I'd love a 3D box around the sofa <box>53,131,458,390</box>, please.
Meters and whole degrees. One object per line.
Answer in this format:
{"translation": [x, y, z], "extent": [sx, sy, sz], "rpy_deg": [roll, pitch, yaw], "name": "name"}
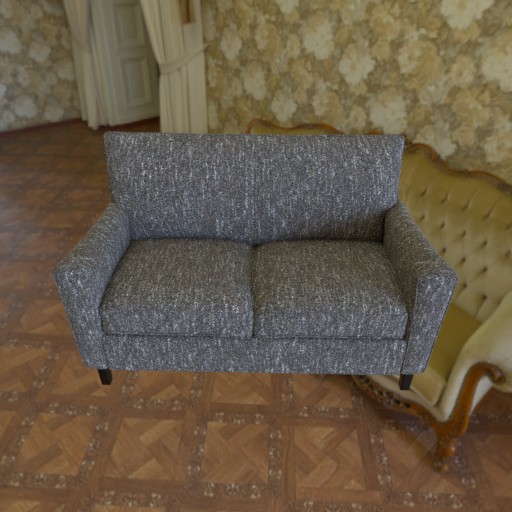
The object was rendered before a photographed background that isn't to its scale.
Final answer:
{"translation": [0.000, 0.000, 2.055], "extent": [1.519, 0.946, 0.801], "rpy_deg": [1, 32, 1], "name": "sofa"}
